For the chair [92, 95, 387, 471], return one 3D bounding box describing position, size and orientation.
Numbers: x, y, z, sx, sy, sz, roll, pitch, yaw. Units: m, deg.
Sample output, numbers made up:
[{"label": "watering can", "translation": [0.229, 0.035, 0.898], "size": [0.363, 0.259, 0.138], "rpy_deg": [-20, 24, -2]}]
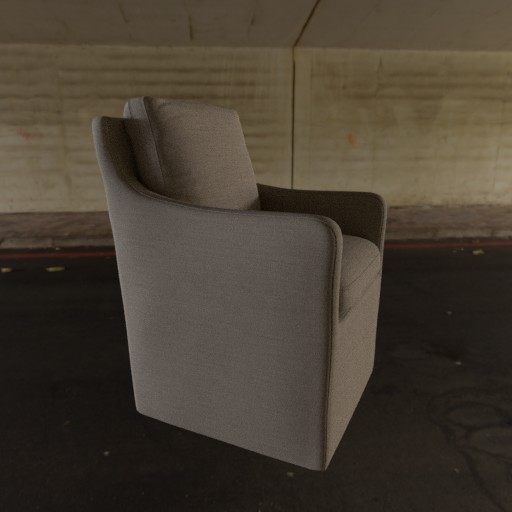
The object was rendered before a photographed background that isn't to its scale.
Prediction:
[{"label": "chair", "translation": [0.000, 0.000, 1.364], "size": [0.694, 0.914, 0.626], "rpy_deg": [7, 15, 25]}]
